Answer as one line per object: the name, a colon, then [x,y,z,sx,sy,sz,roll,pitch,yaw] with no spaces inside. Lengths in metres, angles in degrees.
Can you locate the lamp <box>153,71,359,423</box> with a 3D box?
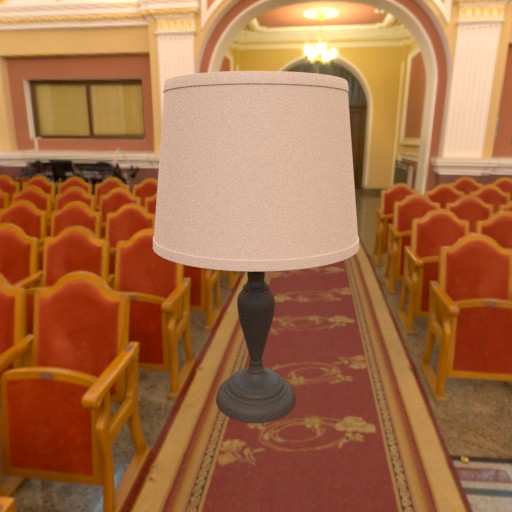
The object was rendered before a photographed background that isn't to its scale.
lamp: [0.000,0.000,0.687,0.310,0.501,0.310,0,15,0]
